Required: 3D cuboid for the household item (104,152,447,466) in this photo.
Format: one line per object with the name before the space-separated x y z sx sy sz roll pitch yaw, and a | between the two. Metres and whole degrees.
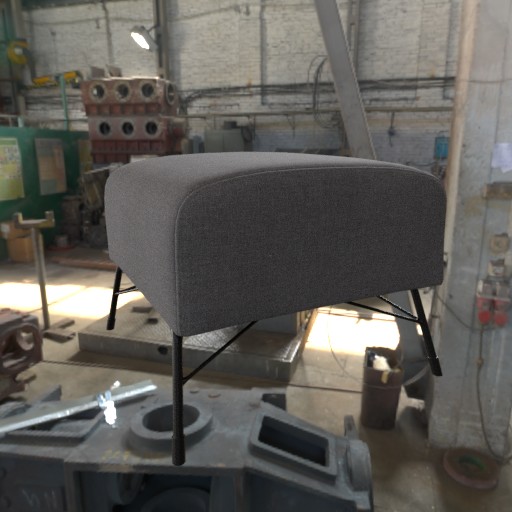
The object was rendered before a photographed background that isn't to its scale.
household item | 0.000 0.000 0.897 0.530 0.410 0.530 -7 16 -27
